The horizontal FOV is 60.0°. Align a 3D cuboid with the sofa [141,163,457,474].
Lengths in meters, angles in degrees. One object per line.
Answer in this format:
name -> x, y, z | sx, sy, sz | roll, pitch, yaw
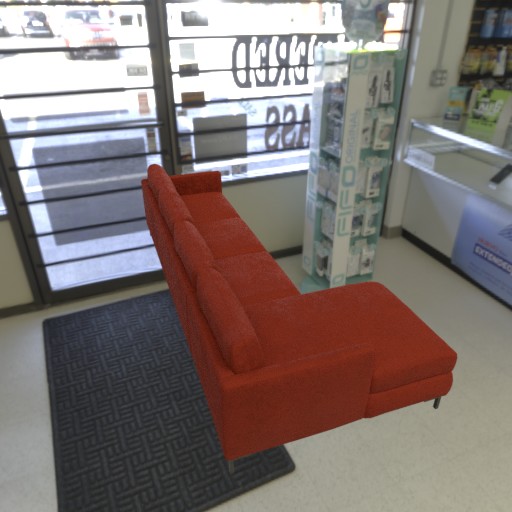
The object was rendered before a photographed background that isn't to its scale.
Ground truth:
sofa -> 0.000, 0.000, 2.871 | 1.136, 0.663, 2.467 | -10, 31, -17
